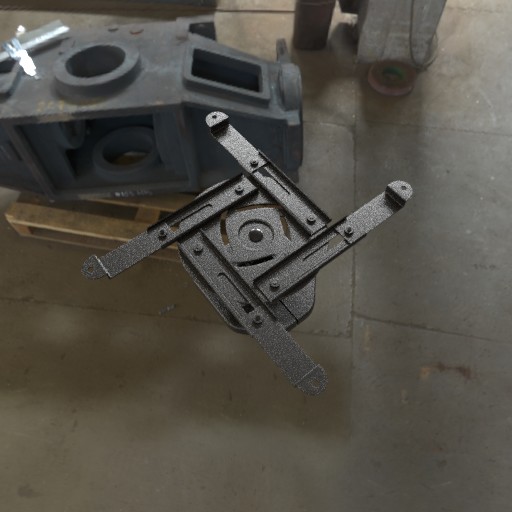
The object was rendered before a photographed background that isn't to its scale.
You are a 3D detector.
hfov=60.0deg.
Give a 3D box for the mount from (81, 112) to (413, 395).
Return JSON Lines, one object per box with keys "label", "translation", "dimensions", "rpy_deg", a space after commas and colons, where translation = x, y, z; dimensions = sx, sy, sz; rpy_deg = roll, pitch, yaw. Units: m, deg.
{"label": "mount", "translation": [0.000, 0.000, 0.601], "dimensions": [0.394, 0.141, 0.394], "rpy_deg": [-34, 65, -18]}
